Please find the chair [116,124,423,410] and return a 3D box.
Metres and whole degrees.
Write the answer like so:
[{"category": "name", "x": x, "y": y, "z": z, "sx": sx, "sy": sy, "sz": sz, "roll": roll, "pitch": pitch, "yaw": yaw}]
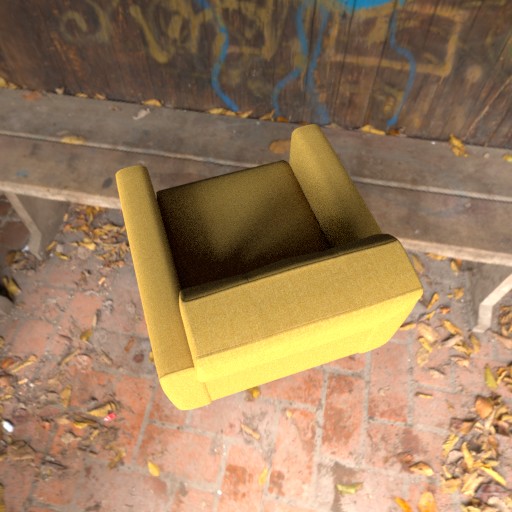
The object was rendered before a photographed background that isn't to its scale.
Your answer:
[{"category": "chair", "x": 0.000, "y": 0.000, "z": 1.590, "sx": 0.831, "sy": 0.841, "sz": 0.909, "roll": -16, "pitch": 60, "yaw": -9}]
